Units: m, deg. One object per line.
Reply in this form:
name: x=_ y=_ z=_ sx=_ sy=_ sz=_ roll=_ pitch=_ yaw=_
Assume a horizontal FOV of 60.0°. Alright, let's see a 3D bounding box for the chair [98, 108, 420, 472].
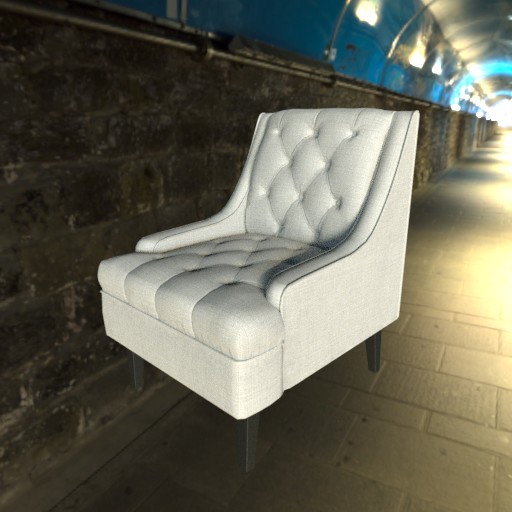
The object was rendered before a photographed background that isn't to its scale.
chair: x=0.000 y=0.000 z=1.391 sx=0.658 sy=0.891 sz=0.772 roll=16 pitch=23 yaw=42
